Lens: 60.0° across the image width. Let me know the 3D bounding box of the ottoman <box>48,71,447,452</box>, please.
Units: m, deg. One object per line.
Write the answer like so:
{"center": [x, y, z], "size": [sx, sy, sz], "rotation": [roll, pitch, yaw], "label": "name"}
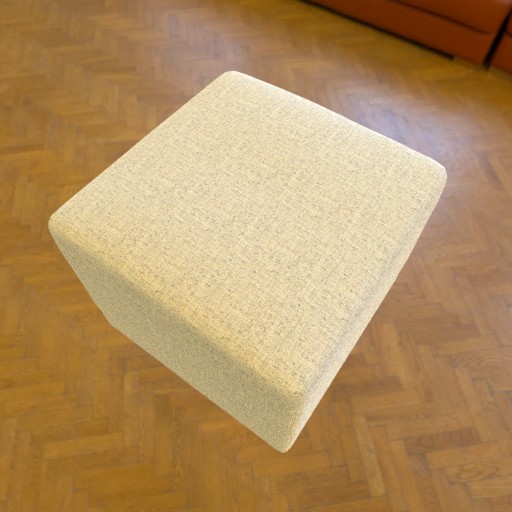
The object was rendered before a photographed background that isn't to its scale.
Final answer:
{"center": [0.000, 0.000, 0.917], "size": [0.512, 0.453, 0.521], "rotation": [31, 63, 18], "label": "ottoman"}
